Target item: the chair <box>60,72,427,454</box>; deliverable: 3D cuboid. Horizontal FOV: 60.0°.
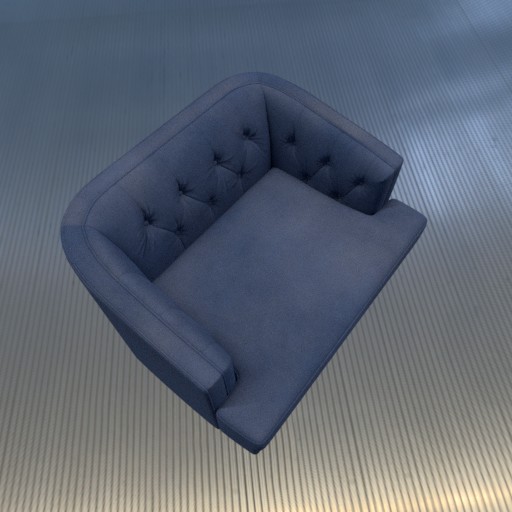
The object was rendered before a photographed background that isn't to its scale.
[{"bbox_3d":[0.000,0.000,1.738,0.914,0.787,1.118,34,65,19],"label":"chair"}]
